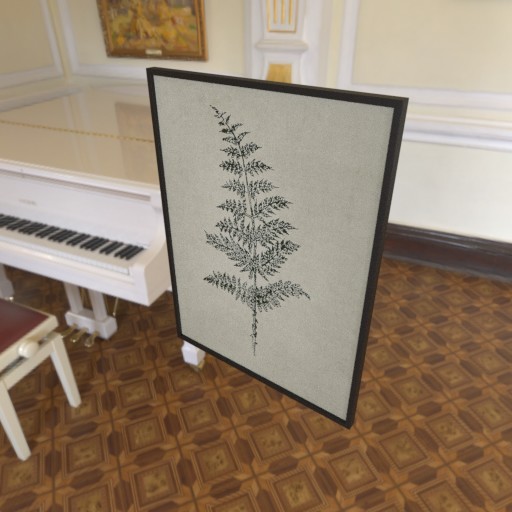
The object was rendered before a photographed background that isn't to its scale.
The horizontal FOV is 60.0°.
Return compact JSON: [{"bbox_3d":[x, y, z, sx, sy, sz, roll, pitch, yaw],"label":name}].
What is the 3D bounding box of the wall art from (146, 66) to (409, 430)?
[{"bbox_3d":[0.000,0.000,1.434,0.802,1.070,0.036,20,36,30],"label":"wall art"}]
